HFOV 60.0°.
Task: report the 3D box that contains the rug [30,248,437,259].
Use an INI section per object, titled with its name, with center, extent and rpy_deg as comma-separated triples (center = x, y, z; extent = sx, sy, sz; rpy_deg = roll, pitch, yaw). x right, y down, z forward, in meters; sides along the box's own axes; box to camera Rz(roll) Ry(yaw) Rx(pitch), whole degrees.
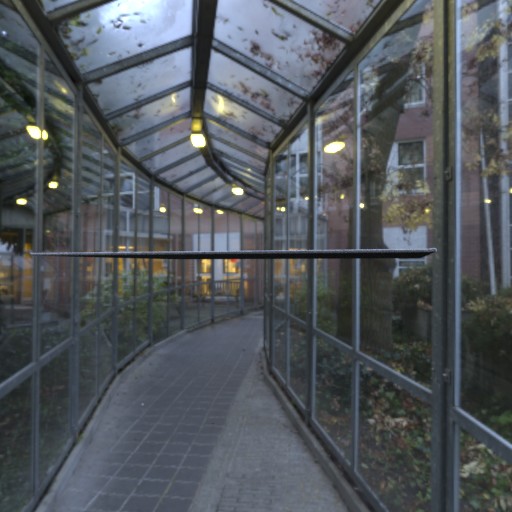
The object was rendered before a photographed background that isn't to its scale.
[rug]
center = 0.000, 0.000, 4.228
extent = 3.049, 0.025, 2.449
rpy_deg = 0, -1, 18
